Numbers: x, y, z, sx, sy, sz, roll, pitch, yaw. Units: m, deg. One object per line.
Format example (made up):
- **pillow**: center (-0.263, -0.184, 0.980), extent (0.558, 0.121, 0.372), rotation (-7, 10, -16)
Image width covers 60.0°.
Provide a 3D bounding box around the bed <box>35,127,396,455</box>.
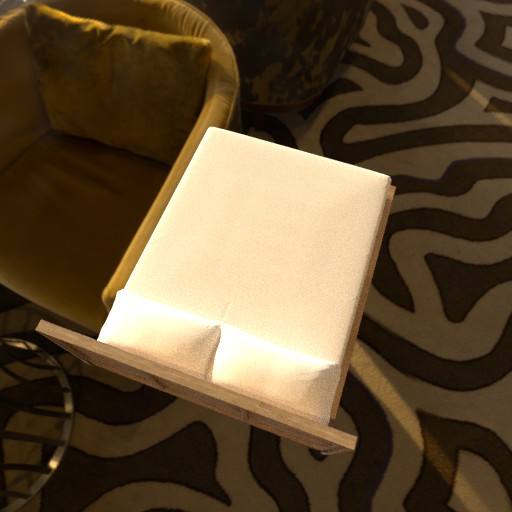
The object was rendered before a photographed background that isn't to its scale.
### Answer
- **bed**: center (0.000, 0.000, 3.173), extent (1.759, 1.071, 2.145), rotation (18, 65, 9)
